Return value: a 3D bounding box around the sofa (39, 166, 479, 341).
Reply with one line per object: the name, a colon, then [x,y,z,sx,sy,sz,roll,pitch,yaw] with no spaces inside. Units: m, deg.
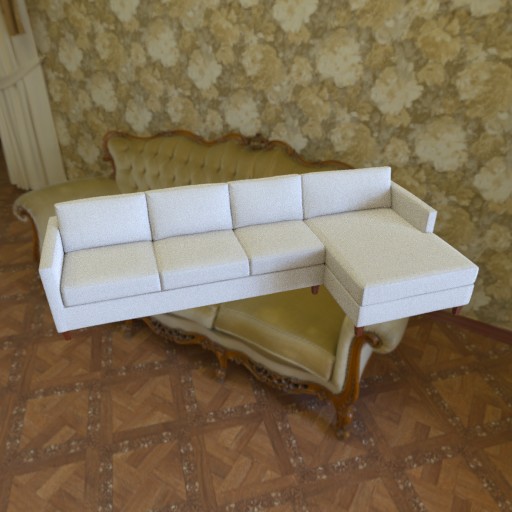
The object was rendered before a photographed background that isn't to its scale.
sofa: [0.000,0.000,3.946,3.471,0.954,1.599,-9,33,-14]
